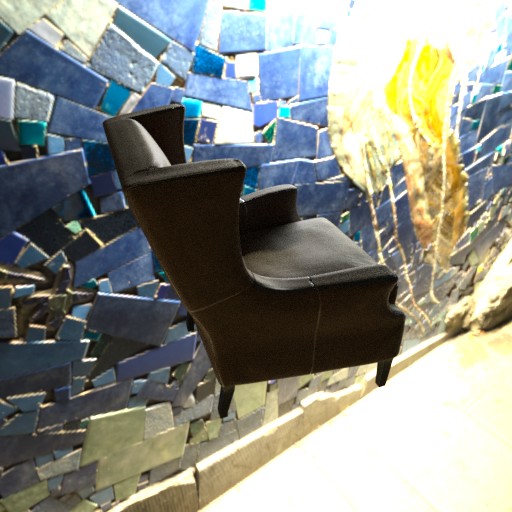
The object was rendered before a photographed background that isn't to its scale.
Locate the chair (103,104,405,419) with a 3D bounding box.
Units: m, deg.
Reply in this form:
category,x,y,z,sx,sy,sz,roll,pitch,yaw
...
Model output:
category,x,y,z,sx,sy,sz,roll,pitch,yaw
chair,0.000,0.000,1.701,0.925,1.016,0.852,-11,33,-18
